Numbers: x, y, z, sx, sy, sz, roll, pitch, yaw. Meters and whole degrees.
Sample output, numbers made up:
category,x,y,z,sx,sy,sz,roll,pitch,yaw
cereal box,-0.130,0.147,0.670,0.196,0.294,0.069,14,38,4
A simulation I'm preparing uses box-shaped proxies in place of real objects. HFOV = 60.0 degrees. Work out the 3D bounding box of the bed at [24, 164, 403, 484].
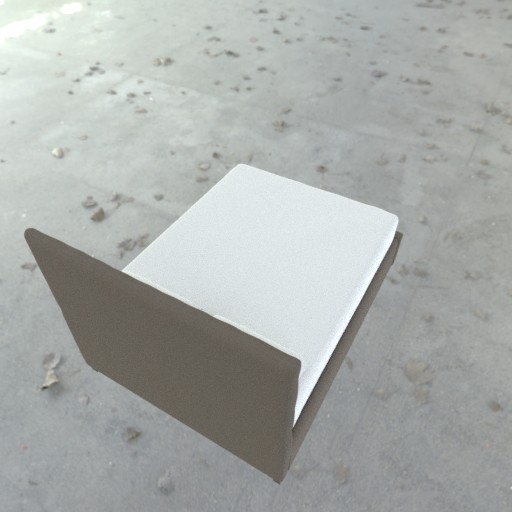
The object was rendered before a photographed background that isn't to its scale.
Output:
category,x,y,z,sx,sy,sz,roll,pitch,yaw
bed,0.000,0.000,3.281,1.696,1.426,2.233,23,49,21
